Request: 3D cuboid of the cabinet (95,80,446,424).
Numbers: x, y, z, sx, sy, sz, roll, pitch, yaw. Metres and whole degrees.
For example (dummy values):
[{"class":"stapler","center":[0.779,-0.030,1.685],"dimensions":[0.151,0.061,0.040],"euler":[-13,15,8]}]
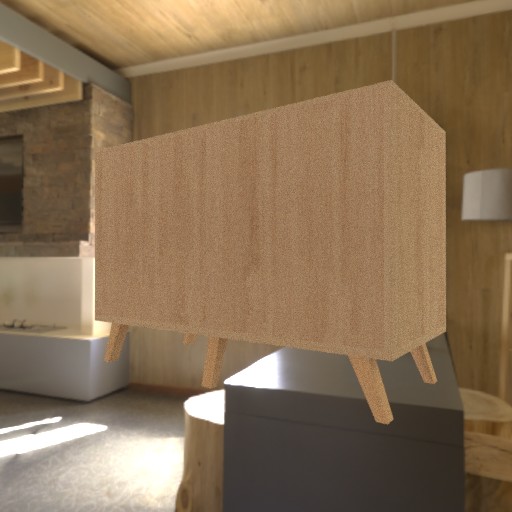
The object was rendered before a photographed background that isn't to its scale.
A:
[{"class":"cabinet","center":[0.000,0.000,1.515],"dimensions":[1.110,0.780,0.500],"euler":[0,0,36]}]
